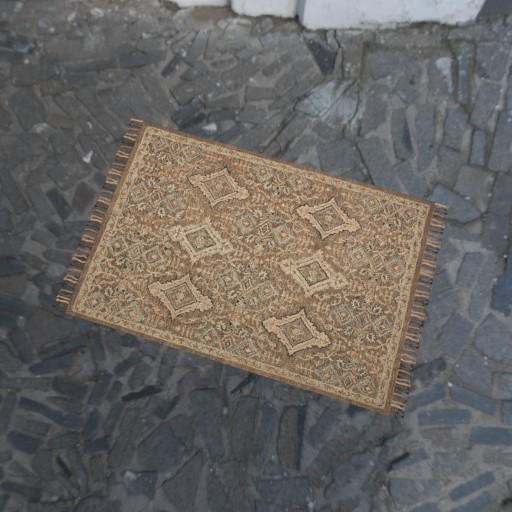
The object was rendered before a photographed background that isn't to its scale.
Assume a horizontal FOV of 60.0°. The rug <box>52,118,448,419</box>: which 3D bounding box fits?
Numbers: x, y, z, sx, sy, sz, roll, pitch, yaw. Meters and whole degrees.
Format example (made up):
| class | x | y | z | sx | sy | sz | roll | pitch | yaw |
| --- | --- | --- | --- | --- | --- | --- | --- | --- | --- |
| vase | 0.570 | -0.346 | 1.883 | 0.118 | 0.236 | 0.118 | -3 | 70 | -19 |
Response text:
| class | x | y | z | sx | sy | sz | roll | pitch | yaw |
| --- | --- | --- | --- | --- | --- | --- | --- | --- | --- |
| rug | 0.000 | 0.000 | 3.096 | 2.434 | 0.010 | 1.516 | 17 | 76 | 4 |
